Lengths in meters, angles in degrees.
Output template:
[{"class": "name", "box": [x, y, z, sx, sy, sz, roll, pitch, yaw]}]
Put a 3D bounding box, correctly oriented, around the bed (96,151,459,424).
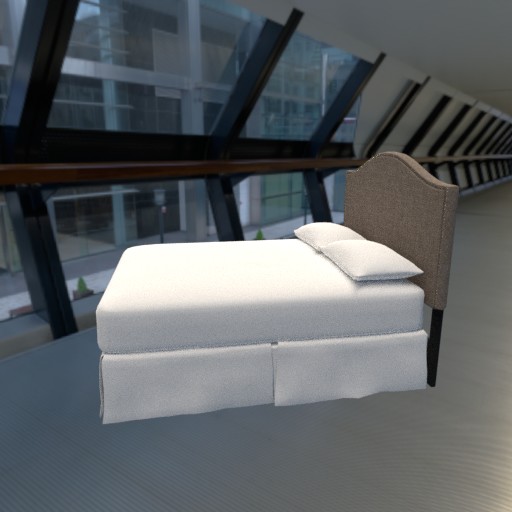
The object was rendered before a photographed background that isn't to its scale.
[{"class": "bed", "box": [0.000, 0.000, 3.324, 2.153, 1.518, 1.713, -2, 14, -10]}]
